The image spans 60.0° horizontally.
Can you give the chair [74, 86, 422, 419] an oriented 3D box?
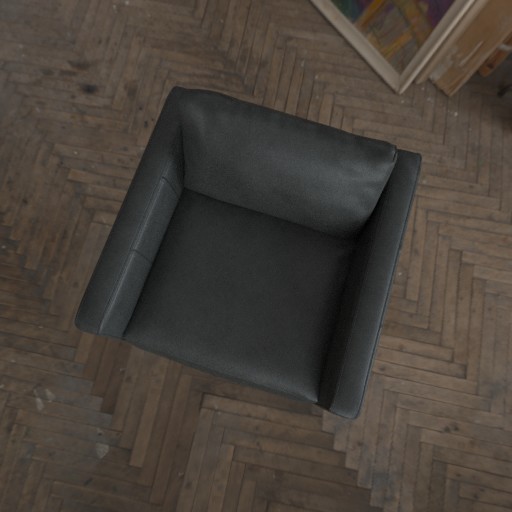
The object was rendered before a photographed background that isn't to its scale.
[{"bbox_3d":[0.000,0.000,1.522,0.967,0.824,0.861,17,76,4],"label":"chair"}]
